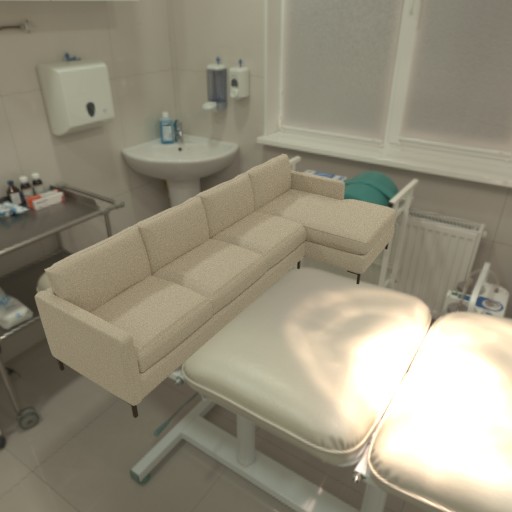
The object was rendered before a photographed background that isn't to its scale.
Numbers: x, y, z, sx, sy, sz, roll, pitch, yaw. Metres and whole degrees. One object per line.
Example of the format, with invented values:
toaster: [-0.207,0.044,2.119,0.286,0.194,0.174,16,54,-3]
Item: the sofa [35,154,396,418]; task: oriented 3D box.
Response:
sofa: [0.000,0.000,3.261,1.258,0.755,2.731,18,34,29]
